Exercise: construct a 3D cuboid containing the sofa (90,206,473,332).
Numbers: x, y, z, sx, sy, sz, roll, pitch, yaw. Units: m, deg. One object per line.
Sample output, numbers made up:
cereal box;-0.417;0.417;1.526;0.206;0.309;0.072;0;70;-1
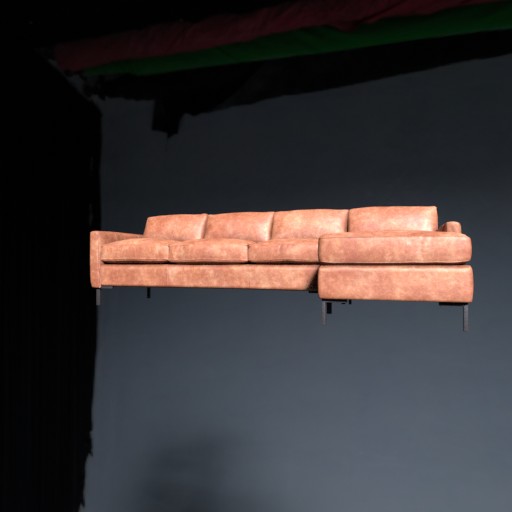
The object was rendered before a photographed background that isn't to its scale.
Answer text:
sofa;0.000;0.000;3.549;2.993;0.859;1.471;0;-1;18
